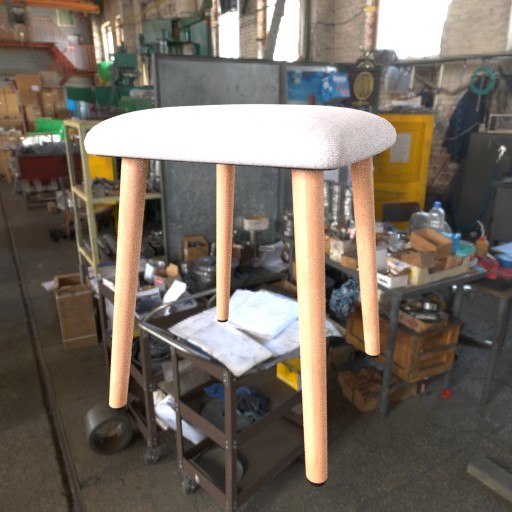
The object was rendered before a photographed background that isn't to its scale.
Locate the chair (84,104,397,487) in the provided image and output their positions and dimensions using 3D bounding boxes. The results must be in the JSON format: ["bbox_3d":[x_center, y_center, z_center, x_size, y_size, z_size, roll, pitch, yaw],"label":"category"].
[{"bbox_3d":[0.000,0.000,0.679,0.350,0.440,0.350,9,21,24],"label":"chair"}]
